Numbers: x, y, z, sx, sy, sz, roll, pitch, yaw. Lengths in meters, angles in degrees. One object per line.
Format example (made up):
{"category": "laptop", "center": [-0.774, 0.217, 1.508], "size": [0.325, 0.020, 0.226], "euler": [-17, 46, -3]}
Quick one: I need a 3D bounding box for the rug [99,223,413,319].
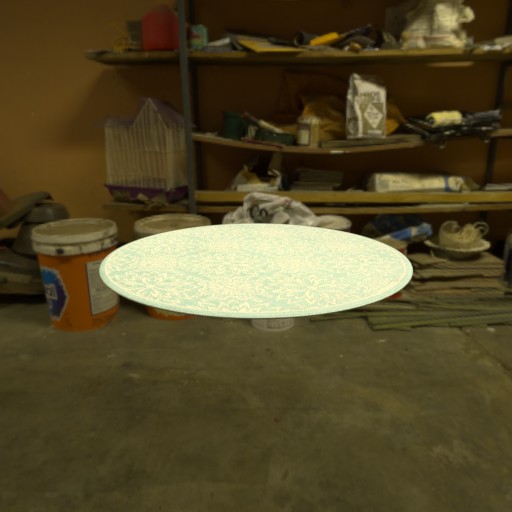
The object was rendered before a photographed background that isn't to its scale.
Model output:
{"category": "rug", "center": [0.000, 0.000, 2.375], "size": [1.593, 0.012, 1.593], "euler": [0, 17, 0]}
